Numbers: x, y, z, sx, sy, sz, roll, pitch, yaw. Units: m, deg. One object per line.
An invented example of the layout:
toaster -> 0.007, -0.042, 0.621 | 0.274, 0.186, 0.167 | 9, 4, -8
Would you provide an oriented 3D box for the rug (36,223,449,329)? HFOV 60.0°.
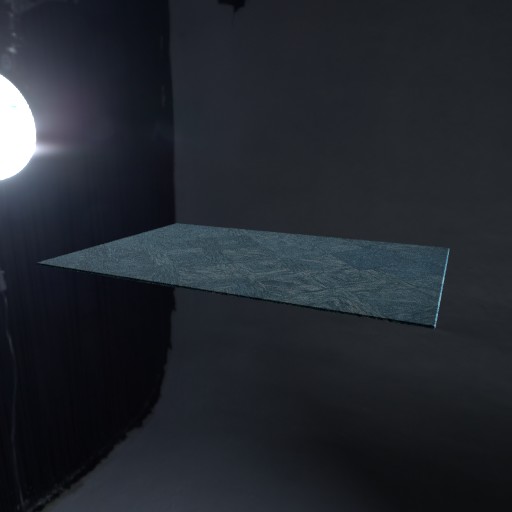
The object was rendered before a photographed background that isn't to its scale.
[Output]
rug -> 0.000, 0.000, 2.896 | 2.277, 0.015, 1.490 | 7, 16, 24
